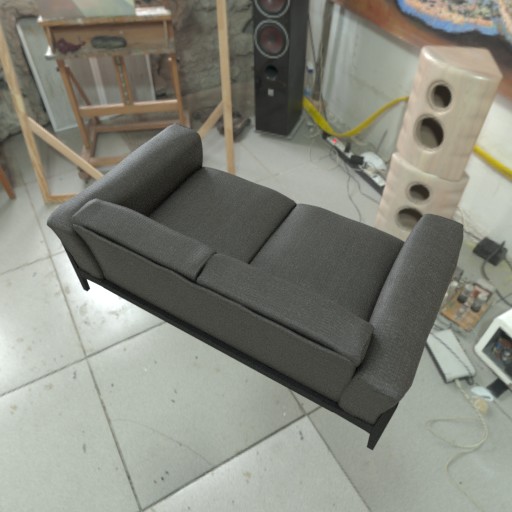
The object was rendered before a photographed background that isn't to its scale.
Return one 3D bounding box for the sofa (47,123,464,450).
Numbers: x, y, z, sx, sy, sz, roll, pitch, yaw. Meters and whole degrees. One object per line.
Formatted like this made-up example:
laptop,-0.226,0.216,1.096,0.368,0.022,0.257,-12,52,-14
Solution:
sofa,0.000,0.000,2.157,1.690,0.656,0.960,24,52,20
